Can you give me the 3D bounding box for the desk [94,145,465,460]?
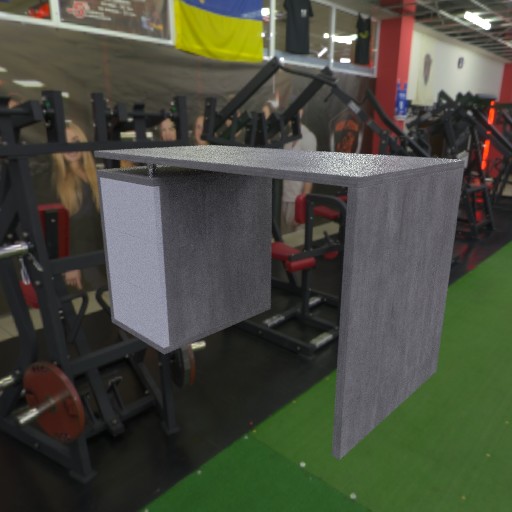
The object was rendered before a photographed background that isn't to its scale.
[{"bbox_3d":[0.000,0.000,1.659,1.200,0.740,0.600,16,23,42],"label":"desk"}]
